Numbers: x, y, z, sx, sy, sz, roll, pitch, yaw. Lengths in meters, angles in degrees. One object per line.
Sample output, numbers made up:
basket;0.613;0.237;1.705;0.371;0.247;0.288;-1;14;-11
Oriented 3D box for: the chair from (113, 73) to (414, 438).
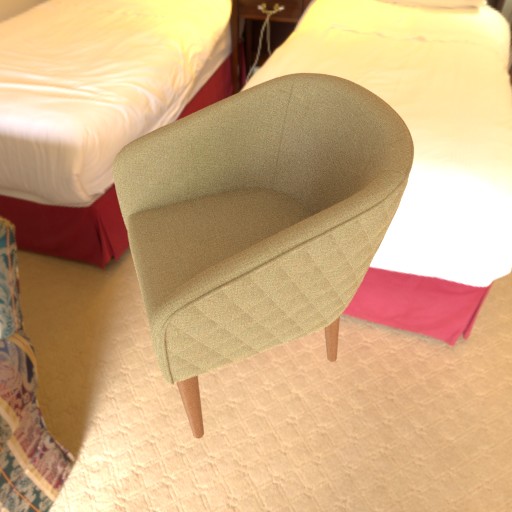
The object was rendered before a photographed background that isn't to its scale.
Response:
chair;0.000;0.000;1.175;0.616;0.775;0.584;-15;47;-14
